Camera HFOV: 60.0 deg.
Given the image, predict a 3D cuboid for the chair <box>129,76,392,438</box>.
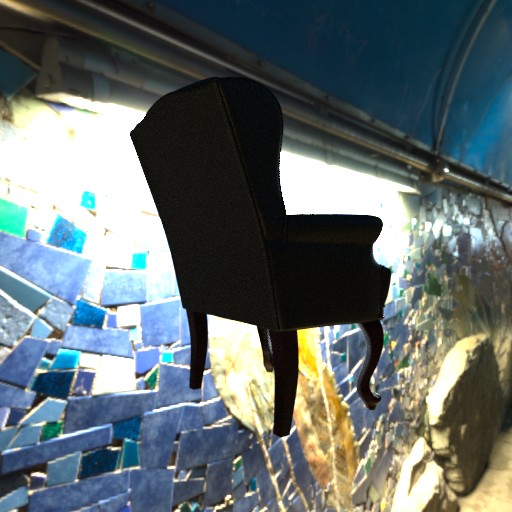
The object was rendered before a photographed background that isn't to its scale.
[{"bbox_3d":[0.000,0.000,1.677,0.762,1.111,0.838,-1,1,-36],"label":"chair"}]
